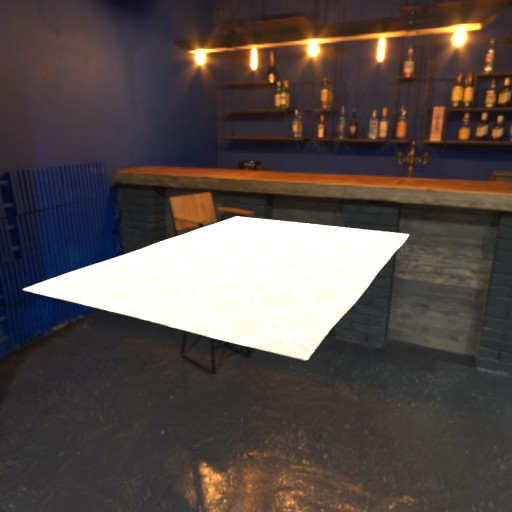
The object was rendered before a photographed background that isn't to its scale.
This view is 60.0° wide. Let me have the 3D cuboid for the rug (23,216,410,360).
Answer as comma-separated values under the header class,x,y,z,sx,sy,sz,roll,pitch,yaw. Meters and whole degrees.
class,x,y,z,sx,sy,sz,roll,pitch,yaw
rug,0.000,0.000,2.769,1.524,0.013,2.135,8,18,26
